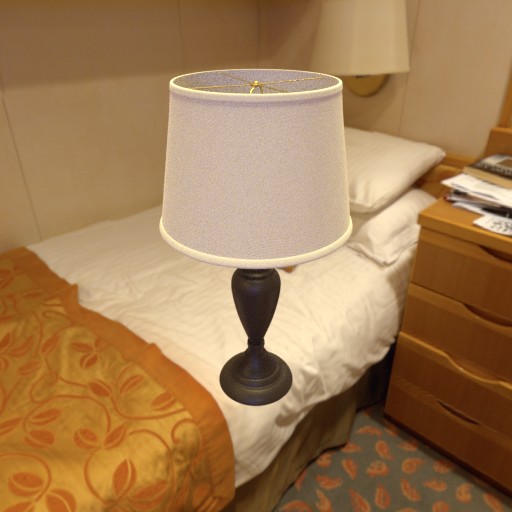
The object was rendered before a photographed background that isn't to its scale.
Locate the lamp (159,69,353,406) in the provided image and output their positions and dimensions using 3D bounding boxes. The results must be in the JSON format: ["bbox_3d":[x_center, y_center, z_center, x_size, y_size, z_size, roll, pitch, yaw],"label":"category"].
[{"bbox_3d":[0.000,0.000,0.819,0.335,0.611,0.335,0,29,0],"label":"lamp"}]
